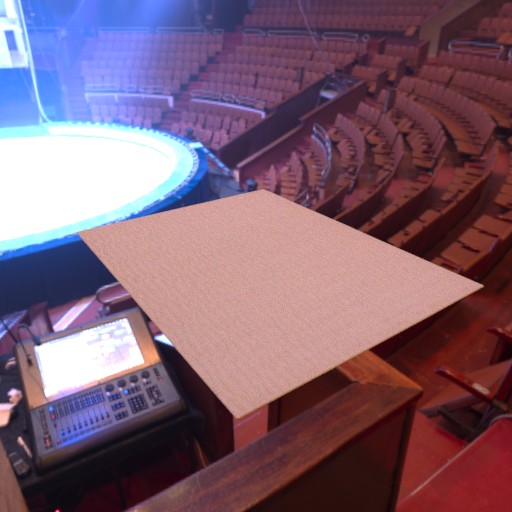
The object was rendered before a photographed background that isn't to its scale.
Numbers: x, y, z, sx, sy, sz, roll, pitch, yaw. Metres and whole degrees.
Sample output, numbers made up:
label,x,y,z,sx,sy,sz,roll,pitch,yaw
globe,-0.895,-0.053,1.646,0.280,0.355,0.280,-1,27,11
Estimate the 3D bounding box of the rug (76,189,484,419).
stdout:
label,x,y,z,sx,sy,sz,roll,pitch,yaw
rug,0.000,0.000,4.109,2.410,0.021,3.055,-18,32,-31
